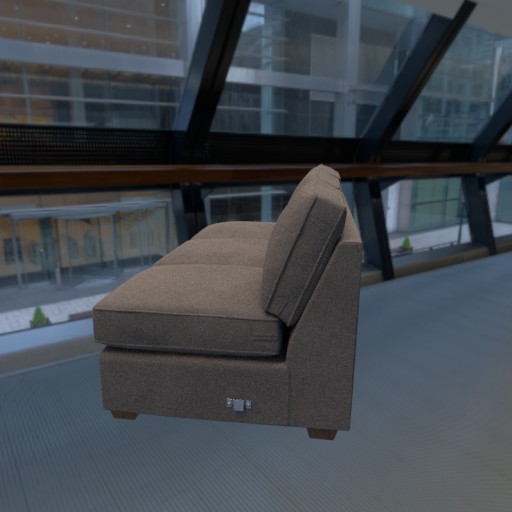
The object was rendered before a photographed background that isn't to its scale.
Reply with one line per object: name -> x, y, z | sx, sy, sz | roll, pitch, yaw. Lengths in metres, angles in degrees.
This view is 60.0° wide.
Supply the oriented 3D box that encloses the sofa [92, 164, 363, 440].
sofa -> 0.000, 0.000, 2.545 | 1.027, 0.973, 1.962 | 2, 14, 8
